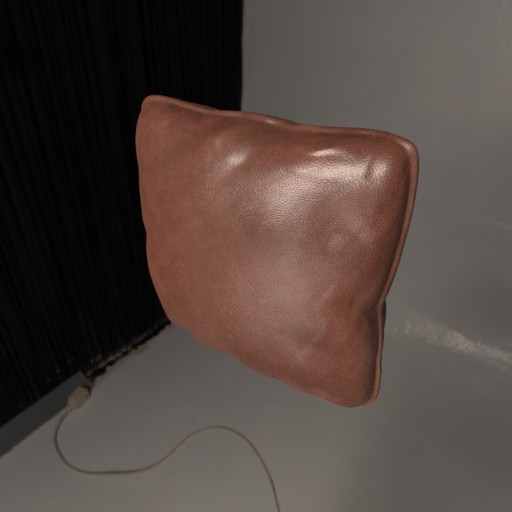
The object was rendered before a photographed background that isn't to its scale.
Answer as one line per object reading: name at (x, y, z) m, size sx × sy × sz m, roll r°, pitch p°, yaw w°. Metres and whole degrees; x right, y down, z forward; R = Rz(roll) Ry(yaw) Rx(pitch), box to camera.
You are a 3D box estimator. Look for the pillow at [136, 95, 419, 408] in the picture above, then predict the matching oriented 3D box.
pillow at (0.000, 0.000, 0.824) m, size 0.532 × 0.523 × 0.236 m, roll 19°, pitch 36°, yaw 29°
